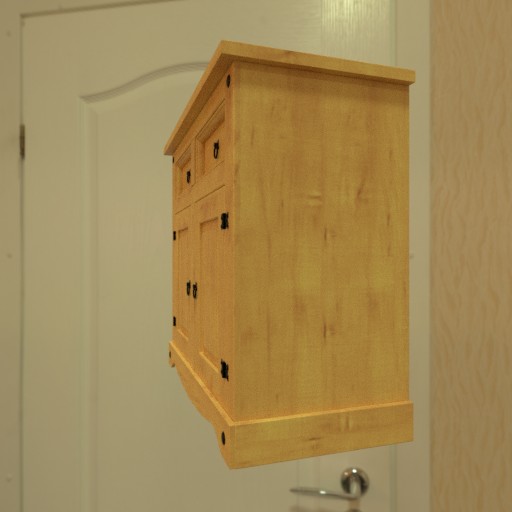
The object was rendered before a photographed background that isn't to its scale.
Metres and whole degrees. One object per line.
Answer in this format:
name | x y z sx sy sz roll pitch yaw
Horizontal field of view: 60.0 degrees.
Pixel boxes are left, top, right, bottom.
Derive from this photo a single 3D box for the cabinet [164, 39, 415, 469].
cabinet | 0.000 0.000 1.365 0.450 0.840 0.920 0 0 -19
